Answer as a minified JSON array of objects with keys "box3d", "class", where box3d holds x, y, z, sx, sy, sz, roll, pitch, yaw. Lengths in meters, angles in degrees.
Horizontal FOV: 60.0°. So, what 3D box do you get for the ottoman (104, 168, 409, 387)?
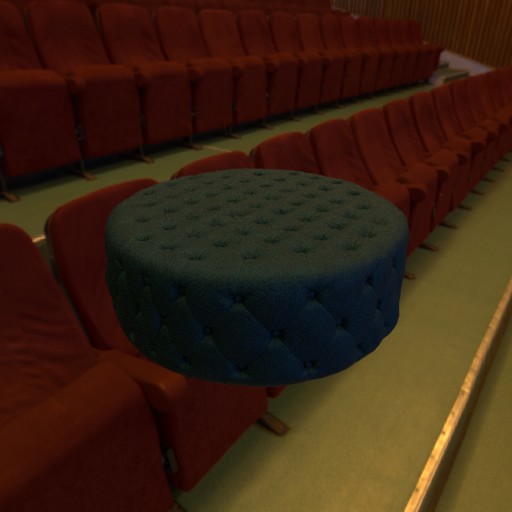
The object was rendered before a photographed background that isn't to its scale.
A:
[{"box3d":[0.000,0.000,1.549,0.998,0.398,0.998,0,27,0],"class":"ottoman"}]
